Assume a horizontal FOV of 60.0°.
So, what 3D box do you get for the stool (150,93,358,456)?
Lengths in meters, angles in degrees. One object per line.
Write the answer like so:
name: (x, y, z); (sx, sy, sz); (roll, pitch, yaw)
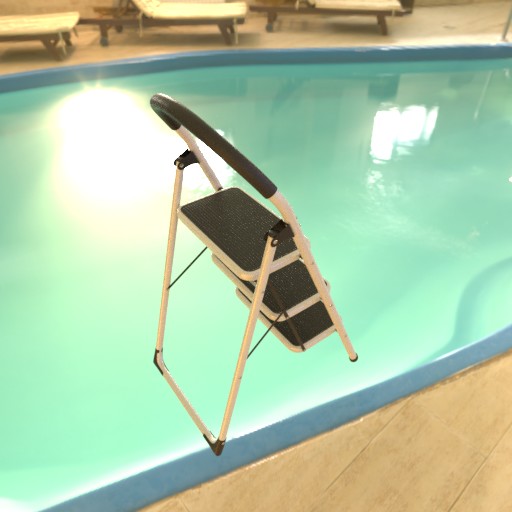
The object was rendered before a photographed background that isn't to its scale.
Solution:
stool: (0.000, 0.000, 1.418); (0.676, 1.109, 0.485); (-26, 47, -27)
